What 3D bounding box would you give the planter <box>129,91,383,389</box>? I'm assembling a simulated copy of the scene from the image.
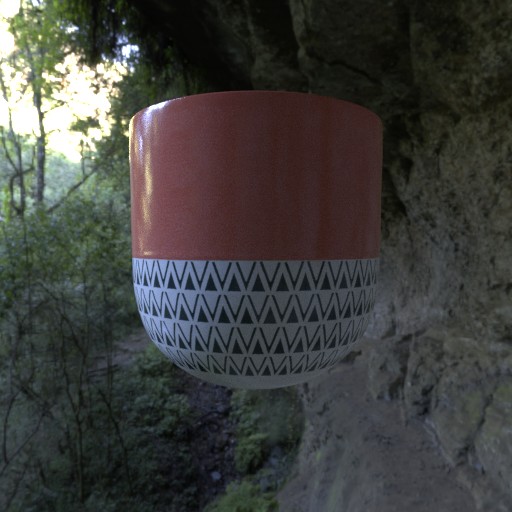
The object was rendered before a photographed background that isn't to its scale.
[{"bbox_3d":[0.000,0.000,0.487,0.266,0.270,0.266,0,1,0],"label":"planter"}]
